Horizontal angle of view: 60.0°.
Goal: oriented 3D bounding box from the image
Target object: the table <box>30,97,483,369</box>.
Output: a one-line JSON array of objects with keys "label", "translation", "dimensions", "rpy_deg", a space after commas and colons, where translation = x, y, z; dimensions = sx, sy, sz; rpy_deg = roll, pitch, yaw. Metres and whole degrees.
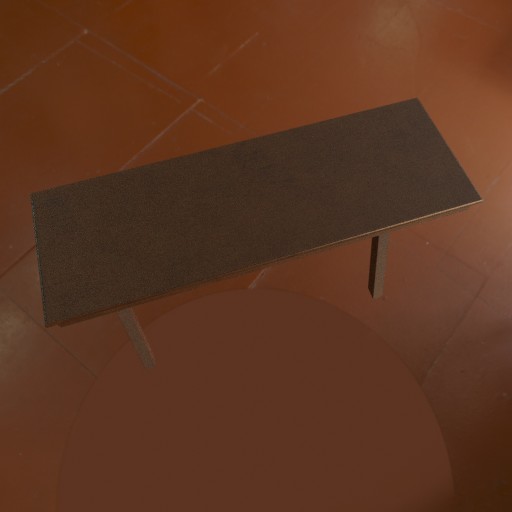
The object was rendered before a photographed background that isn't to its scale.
[{"label": "table", "translation": [0.000, 0.000, 1.569], "dimensions": [1.197, 0.763, 0.399], "rpy_deg": [-16, 65, -8]}]
